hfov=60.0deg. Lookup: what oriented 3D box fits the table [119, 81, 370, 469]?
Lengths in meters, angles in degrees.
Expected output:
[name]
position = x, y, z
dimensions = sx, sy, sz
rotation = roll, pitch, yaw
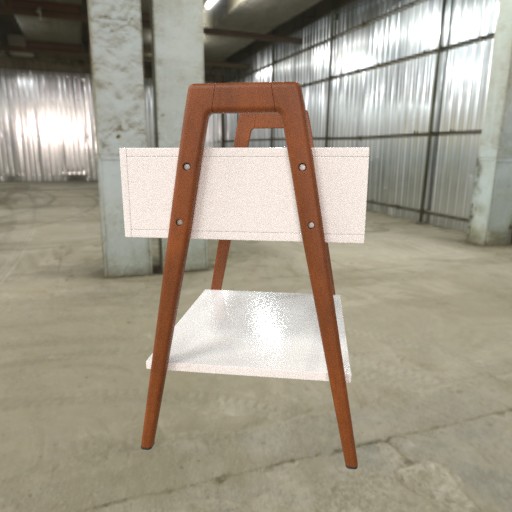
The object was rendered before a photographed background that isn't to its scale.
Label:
[table]
position = 0.000, 0.000, 0.913
dimensions = 0.405, 0.610, 0.457
rotation = 2, 13, 8
